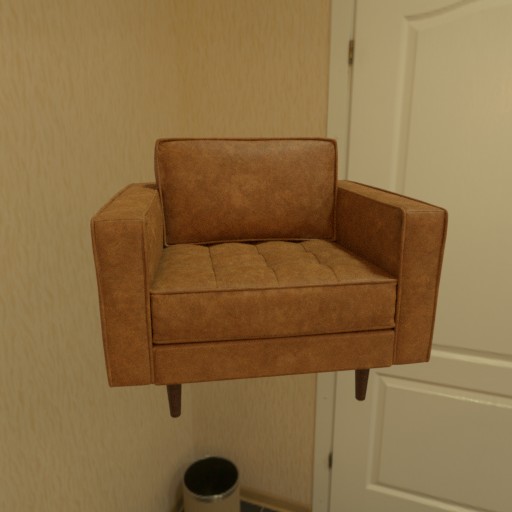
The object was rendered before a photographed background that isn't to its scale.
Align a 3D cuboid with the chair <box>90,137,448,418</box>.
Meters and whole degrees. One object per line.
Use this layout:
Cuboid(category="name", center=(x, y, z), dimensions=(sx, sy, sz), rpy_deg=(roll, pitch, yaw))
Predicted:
Cuboid(category="chair", center=(0.000, 0.000, 1.484), dimensions=(0.928, 0.767, 0.798), rpy_deg=(-2, 16, -8))
